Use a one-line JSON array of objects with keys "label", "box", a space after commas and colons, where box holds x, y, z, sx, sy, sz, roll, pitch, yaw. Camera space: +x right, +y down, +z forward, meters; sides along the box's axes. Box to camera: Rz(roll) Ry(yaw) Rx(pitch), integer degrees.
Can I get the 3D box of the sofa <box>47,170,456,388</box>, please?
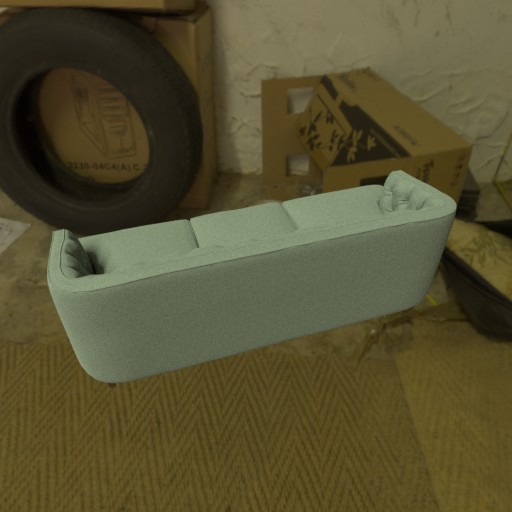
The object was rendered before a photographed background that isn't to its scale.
[{"label": "sofa", "box": [0.000, 0.000, 2.737, 2.278, 0.855, 0.941, -12, 42, -14]}]
